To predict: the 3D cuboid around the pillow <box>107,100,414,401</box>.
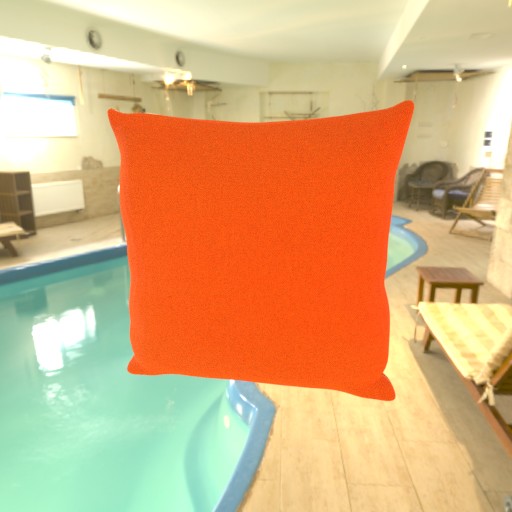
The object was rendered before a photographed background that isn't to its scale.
[{"bbox_3d":[0.000,0.000,0.669,0.440,0.441,0.182,3,16,9],"label":"pillow"}]
